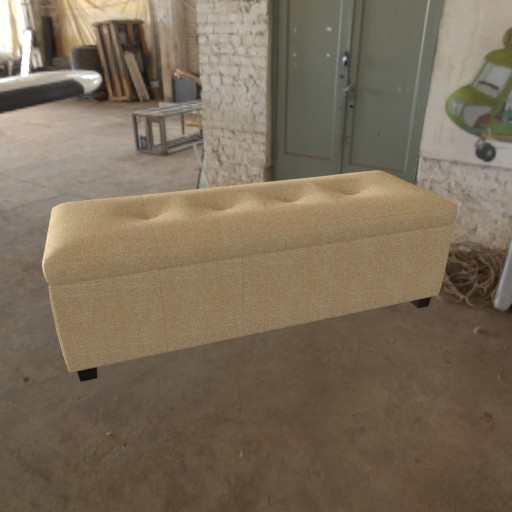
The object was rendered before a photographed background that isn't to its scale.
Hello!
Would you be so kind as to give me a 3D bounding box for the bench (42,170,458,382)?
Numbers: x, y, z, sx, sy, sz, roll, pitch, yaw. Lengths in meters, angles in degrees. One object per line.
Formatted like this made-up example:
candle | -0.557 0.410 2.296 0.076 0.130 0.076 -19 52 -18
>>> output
bench | 0.000 0.000 1.472 1.219 0.406 0.432 -9 28 -17
